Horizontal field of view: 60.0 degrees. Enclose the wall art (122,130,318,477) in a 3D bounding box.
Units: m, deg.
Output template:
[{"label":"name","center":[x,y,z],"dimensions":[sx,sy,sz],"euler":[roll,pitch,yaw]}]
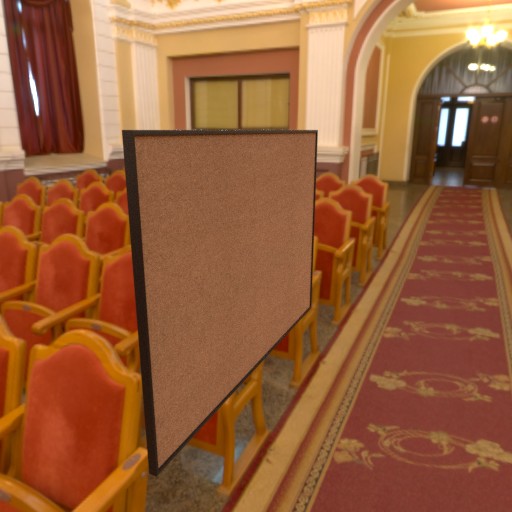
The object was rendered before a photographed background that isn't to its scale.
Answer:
[{"label":"wall art","center":[0.000,0.000,1.207],"dimensions":[0.019,0.660,0.957],"euler":[7,17,24]}]
